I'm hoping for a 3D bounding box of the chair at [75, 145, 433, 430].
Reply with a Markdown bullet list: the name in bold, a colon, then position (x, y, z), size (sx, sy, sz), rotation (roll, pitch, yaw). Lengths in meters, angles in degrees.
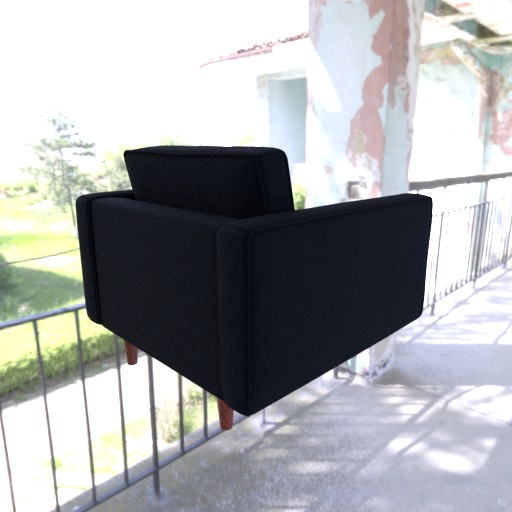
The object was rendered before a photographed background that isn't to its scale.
- **chair**: position (0.000, 0.000, 1.589), size (0.920, 0.770, 0.899), rotation (-14, 20, -43)
